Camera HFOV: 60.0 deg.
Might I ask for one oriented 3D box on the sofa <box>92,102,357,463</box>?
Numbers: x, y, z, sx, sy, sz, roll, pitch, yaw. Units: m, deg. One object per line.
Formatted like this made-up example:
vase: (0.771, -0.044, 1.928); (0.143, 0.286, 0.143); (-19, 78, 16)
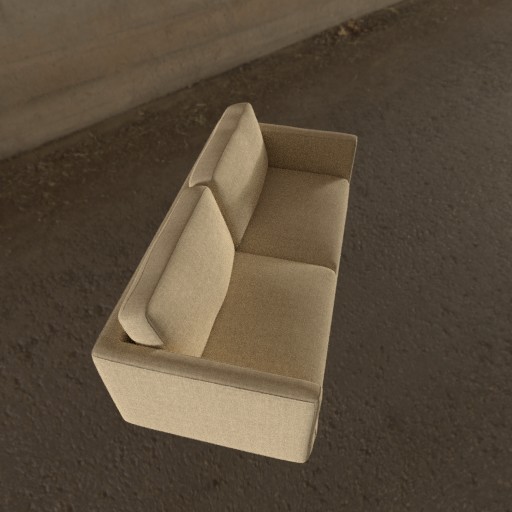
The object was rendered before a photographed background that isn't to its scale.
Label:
sofa: (0.000, 0.000, 2.488); (0.950, 0.963, 1.884); (10, 48, 9)
